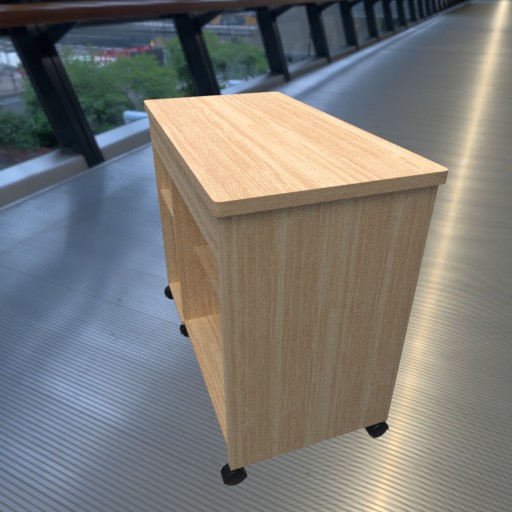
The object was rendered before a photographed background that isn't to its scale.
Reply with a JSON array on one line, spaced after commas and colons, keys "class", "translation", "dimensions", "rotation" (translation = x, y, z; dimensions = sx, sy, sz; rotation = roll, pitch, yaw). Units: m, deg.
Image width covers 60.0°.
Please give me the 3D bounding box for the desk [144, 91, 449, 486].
[{"class": "desk", "translation": [0.000, 0.000, 1.332], "dimensions": [0.480, 0.770, 0.884], "rotation": [-10, 32, -17]}]
